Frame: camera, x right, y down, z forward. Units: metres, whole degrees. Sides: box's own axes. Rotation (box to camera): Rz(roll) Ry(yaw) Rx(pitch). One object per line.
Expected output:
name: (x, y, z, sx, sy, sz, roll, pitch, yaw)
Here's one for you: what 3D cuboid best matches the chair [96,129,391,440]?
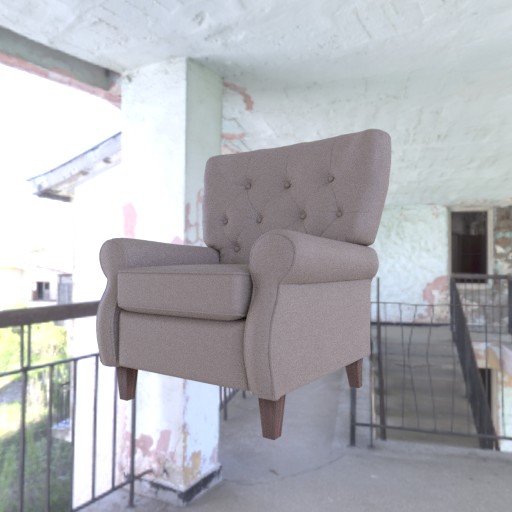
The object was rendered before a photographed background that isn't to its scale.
chair: (0.000, 0.000, 1.906, 0.999, 1.138, 1.041, -1, -1, 35)
